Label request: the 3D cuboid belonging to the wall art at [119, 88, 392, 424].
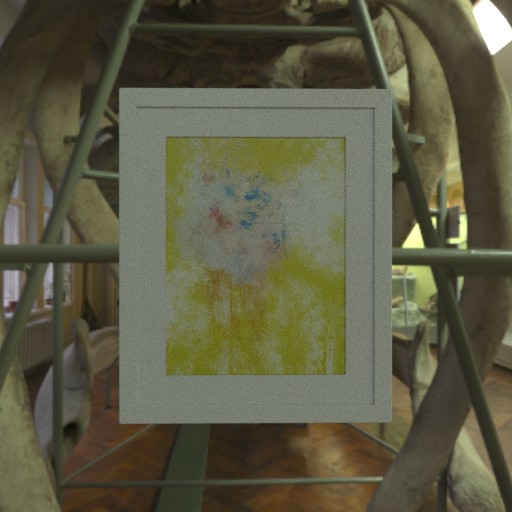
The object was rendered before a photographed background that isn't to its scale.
[{"bbox_3d":[0.000,0.000,0.750,0.454,0.556,0.028,0,0,-1],"label":"wall art"}]
